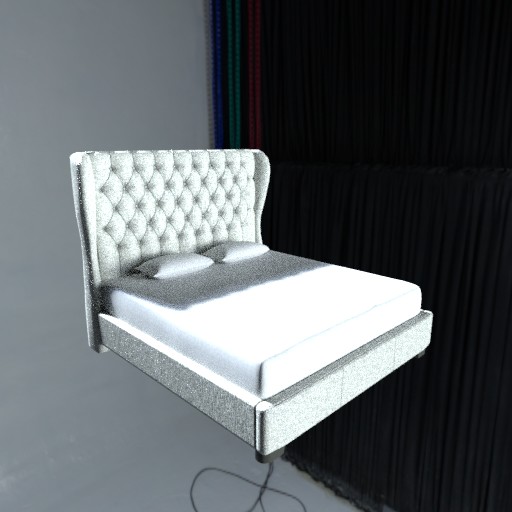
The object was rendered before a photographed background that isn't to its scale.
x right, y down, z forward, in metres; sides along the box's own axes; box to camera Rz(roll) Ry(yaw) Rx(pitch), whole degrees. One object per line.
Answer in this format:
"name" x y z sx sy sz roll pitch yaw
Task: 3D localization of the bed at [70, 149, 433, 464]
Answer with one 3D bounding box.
"bed" 0.000 0.000 3.870 2.219 1.771 2.347 -14 20 -43
